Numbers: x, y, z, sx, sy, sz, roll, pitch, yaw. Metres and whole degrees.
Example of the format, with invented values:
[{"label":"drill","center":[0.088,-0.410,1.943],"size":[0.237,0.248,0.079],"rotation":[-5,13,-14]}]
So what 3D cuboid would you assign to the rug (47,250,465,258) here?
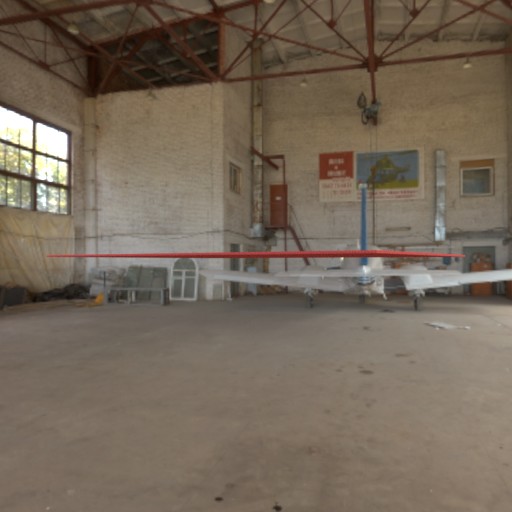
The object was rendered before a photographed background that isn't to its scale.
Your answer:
[{"label":"rug","center":[0.000,0.000,2.886],"size":[2.211,0.013,1.593],"rotation":[0,-1,36]}]
